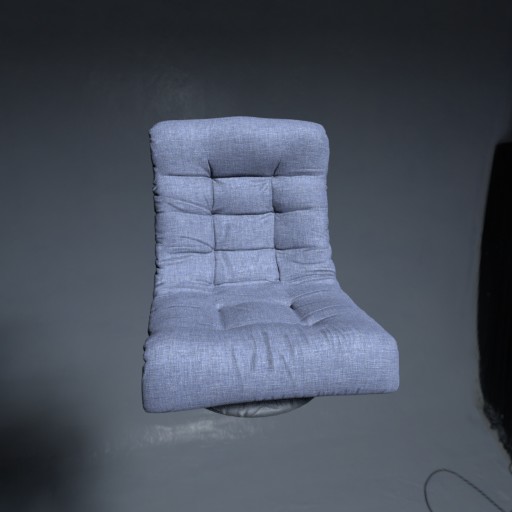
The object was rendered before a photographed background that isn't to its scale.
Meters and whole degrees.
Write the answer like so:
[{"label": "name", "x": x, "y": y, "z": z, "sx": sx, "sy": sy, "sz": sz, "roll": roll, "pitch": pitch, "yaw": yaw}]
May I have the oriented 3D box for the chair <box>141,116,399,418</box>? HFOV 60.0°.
[{"label": "chair", "x": 0.000, "y": 0.000, "z": 1.223, "sx": 0.597, "sy": 0.749, "sz": 0.668, "roll": -3, "pitch": 16, "yaw": -9}]
